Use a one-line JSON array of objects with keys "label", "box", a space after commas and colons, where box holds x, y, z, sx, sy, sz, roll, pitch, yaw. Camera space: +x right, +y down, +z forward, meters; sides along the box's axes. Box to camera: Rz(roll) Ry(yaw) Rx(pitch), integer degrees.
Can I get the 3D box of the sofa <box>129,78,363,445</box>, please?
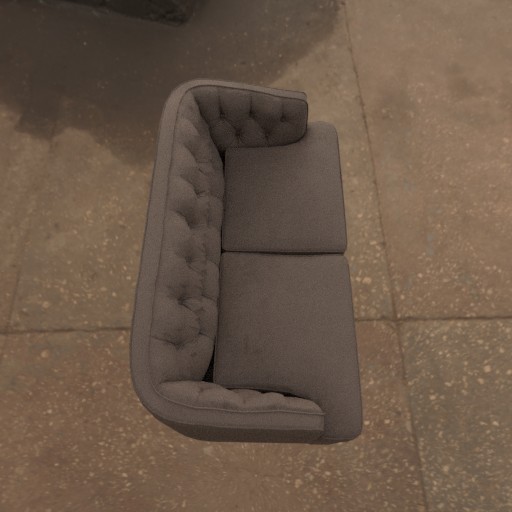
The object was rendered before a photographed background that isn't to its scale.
[{"label": "sofa", "box": [0.000, 0.000, 2.246, 0.941, 0.855, 1.733, 1, 64, 0]}]
